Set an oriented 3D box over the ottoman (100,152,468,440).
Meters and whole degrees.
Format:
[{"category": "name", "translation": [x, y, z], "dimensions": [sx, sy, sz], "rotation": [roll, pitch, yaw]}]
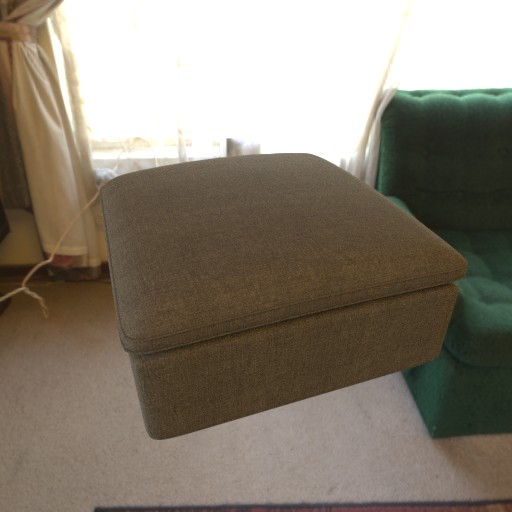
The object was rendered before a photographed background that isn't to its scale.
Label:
[{"category": "ottoman", "translation": [0.000, 0.000, 1.714], "dimensions": [1.067, 0.559, 1.067], "rotation": [-11, 33, -17]}]
